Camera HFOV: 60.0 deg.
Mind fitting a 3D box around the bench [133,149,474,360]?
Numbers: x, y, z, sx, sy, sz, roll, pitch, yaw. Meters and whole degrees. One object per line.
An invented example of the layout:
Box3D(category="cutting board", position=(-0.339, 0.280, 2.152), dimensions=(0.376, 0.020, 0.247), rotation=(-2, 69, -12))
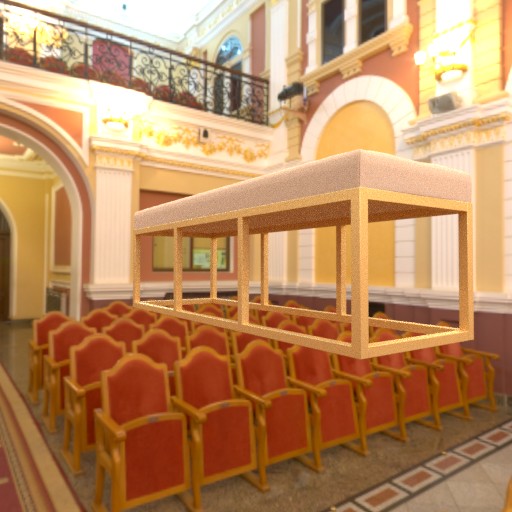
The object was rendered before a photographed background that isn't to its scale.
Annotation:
Box3D(category="bench", position=(0.000, 0.000, 1.709), dimensions=(0.457, 0.484, 1.473), rotation=(1, -1, -35))
